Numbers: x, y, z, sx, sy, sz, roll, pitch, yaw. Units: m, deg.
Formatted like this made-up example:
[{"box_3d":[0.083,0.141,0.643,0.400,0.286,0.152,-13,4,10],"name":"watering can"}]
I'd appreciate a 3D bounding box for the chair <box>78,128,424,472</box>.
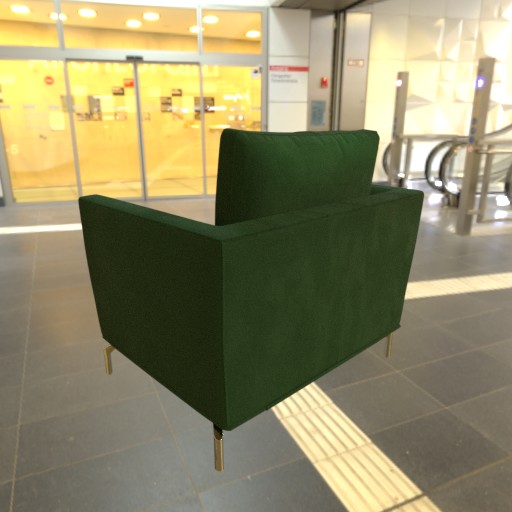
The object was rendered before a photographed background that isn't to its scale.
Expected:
[{"box_3d":[0.000,0.000,1.765,1.047,0.997,0.852,-16,23,-41],"name":"chair"}]
